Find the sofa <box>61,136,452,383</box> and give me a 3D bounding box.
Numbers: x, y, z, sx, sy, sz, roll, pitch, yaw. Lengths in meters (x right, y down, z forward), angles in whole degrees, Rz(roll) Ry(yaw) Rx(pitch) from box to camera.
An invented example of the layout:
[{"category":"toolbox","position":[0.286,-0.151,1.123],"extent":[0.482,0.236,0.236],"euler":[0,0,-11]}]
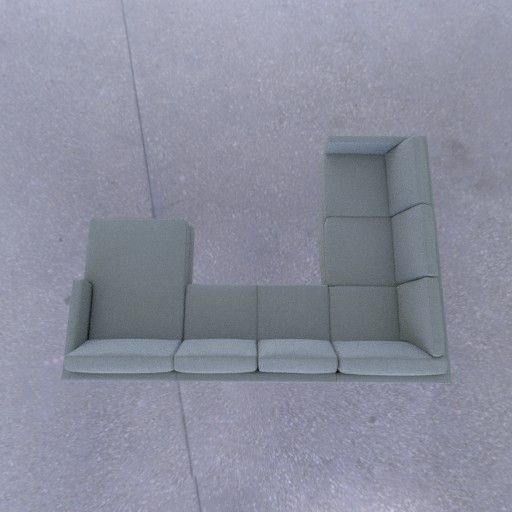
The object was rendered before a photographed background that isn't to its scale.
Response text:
[{"category":"sofa","position":[0.000,0.000,4.428],"extent":[3.460,0.882,2.427],"euler":[0,75,0]}]
